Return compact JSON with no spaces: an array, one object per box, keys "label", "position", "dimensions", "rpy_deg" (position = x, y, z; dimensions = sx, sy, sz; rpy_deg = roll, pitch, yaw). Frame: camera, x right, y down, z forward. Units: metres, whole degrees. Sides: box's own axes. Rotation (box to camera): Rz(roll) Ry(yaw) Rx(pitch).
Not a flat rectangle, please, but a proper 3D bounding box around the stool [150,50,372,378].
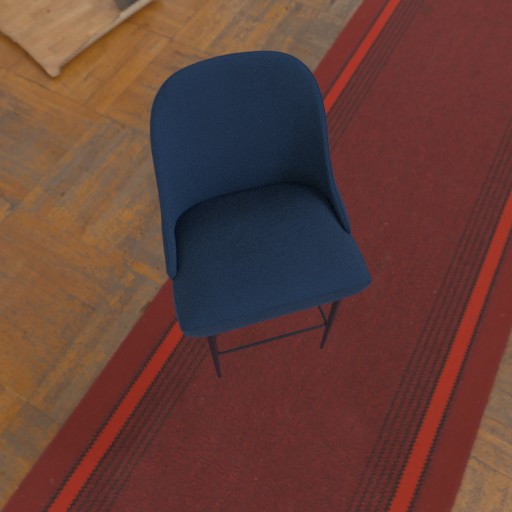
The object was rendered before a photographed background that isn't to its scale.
[{"label":"stool","position":[0.000,0.000,1.369],"dimensions":[0.527,1.079,0.489],"rpy_deg":[-14,64,-7]}]
